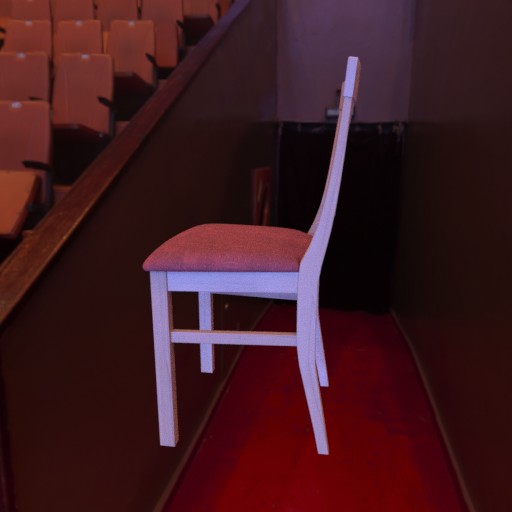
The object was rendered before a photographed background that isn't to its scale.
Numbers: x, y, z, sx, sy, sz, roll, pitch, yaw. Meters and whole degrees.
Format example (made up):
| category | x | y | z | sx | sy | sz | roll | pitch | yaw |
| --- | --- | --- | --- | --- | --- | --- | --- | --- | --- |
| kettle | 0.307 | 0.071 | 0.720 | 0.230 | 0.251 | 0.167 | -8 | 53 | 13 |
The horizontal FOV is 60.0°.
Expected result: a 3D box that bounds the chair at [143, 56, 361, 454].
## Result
| category | x | y | z | sx | sy | sz | roll | pitch | yaw |
| --- | --- | --- | --- | --- | --- | --- | --- | --- | --- |
| chair | 0.000 | 0.000 | 1.184 | 0.492 | 0.912 | 0.439 | 2 | 14 | 9 |
